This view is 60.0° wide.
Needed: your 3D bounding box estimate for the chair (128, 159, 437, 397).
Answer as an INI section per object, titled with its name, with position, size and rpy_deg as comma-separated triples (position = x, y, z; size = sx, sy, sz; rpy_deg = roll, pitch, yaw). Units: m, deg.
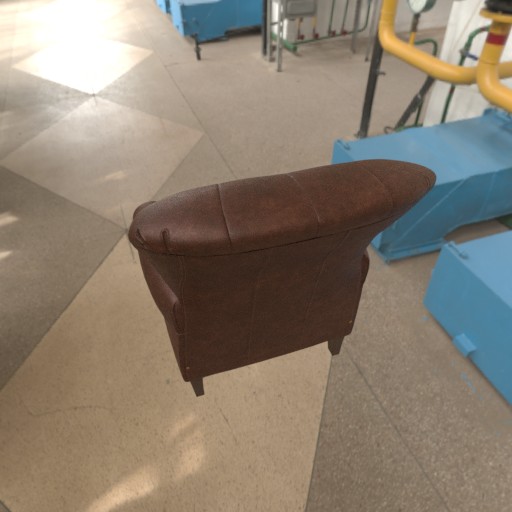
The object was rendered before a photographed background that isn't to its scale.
[chair]
position = 0.000, 0.000, 1.901
size = 0.979, 1.162, 1.031
rpy_deg = -13, 43, -14
